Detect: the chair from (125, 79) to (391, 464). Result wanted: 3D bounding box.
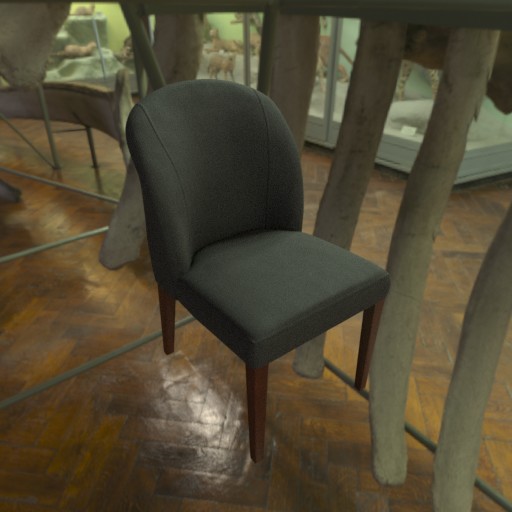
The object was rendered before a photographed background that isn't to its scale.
[{"bbox_3d":[0.000,0.000,1.280,0.506,0.879,0.619,-21,37,-31],"label":"chair"}]
